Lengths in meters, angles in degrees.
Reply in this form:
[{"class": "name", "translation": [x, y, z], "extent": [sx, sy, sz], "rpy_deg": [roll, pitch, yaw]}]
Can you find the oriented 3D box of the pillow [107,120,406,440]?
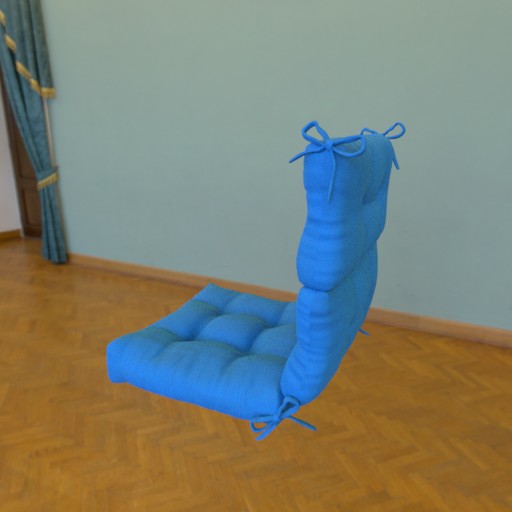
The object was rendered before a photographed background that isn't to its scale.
[{"class": "pillow", "translation": [0.000, 0.000, 1.039], "extent": [0.571, 0.605, 0.519], "rpy_deg": [8, 18, 24]}]
